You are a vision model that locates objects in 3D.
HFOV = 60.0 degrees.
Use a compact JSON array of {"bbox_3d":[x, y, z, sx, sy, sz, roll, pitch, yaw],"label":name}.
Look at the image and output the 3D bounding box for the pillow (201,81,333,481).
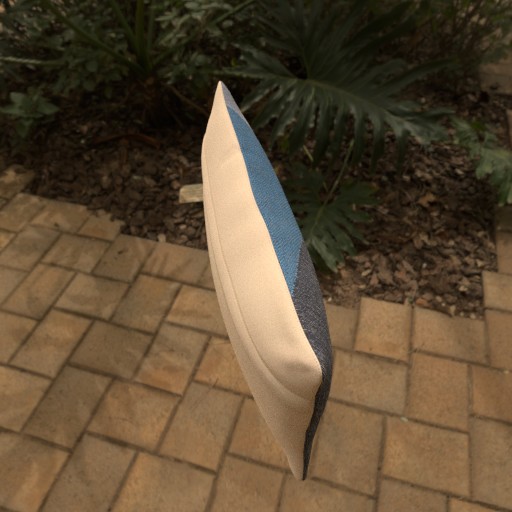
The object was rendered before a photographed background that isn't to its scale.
[{"bbox_3d":[0.000,0.000,0.712,0.148,0.307,0.604,-9,48,-8],"label":"pillow"}]
